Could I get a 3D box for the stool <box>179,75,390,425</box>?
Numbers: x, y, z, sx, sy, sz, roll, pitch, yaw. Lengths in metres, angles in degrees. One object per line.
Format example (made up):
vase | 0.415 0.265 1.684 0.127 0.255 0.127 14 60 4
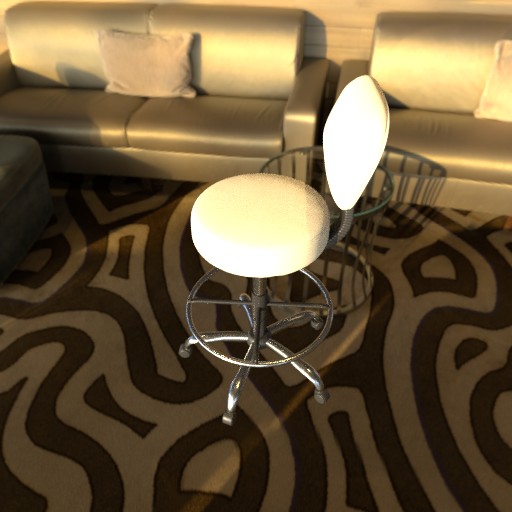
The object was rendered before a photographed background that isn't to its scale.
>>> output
stool | 0.000 0.000 1.430 0.616 1.080 0.609 2 41 3
